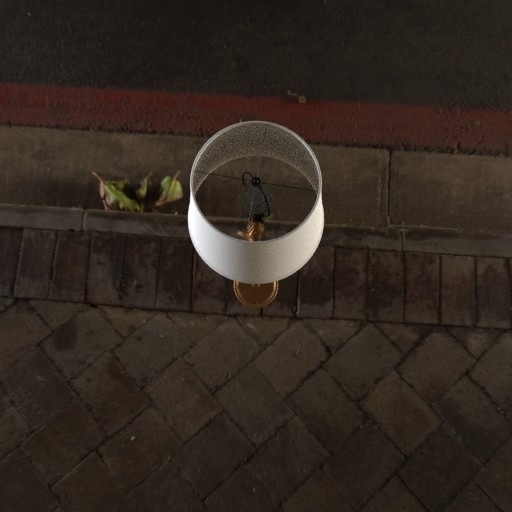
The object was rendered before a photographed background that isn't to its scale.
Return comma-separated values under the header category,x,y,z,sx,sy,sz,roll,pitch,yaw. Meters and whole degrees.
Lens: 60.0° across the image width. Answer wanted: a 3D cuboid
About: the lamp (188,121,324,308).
category,x,y,z,sx,sy,sz,roll,pitch,yaw
lamp,0.000,0.000,0.808,0.178,0.710,0.178,0,77,0
